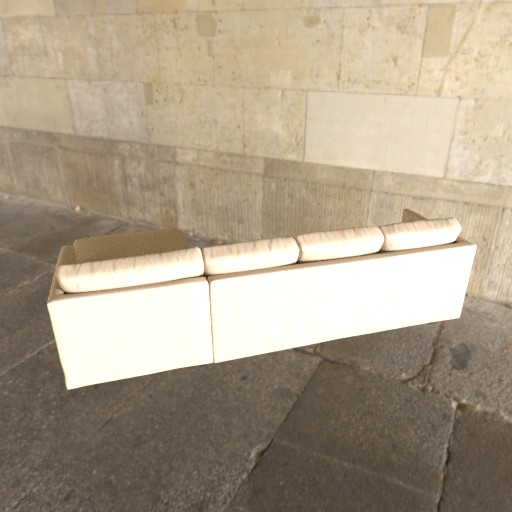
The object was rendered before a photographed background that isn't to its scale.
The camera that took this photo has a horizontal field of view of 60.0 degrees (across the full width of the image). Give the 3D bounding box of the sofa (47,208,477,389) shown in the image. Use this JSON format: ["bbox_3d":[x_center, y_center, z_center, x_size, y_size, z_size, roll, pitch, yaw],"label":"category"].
[{"bbox_3d":[0.000,0.000,3.910,3.206,0.871,1.622,-7,27,-15],"label":"sofa"}]
